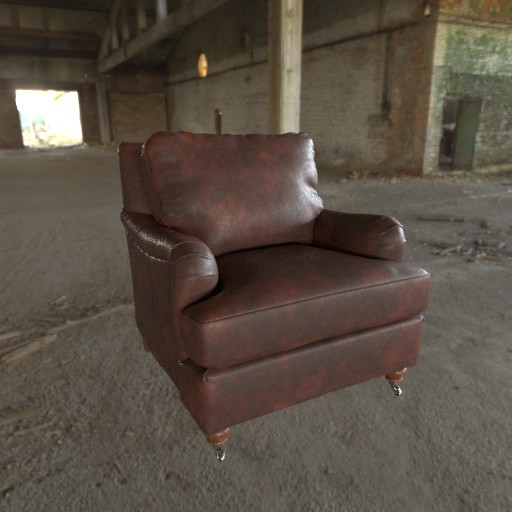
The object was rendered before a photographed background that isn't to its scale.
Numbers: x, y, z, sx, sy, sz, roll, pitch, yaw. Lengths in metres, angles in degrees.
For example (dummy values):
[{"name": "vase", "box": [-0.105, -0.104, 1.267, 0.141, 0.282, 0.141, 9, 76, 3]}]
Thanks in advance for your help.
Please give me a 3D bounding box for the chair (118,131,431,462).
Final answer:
[{"name": "chair", "box": [0.000, 0.000, 1.938, 0.987, 1.051, 1.156, -9, 19, -27]}]
